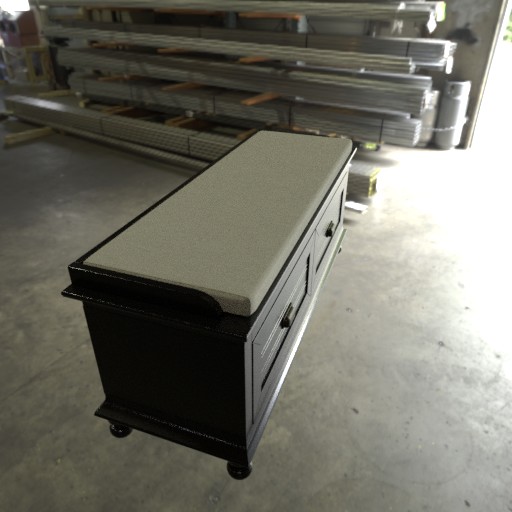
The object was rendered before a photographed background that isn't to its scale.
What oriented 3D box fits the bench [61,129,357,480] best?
[{"bbox_3d":[0.000,0.000,1.412,0.402,0.501,1.185,11,32,17],"label":"bench"}]
